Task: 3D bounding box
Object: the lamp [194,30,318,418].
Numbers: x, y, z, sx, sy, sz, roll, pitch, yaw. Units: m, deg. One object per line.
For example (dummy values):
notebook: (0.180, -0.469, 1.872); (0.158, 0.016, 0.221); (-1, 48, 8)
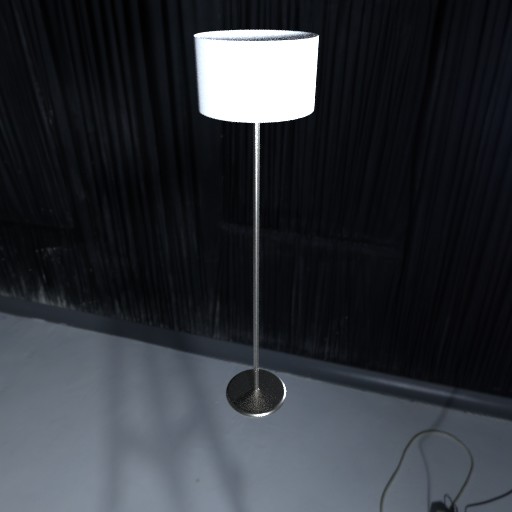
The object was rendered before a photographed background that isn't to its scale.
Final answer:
lamp: (0.000, 0.000, 1.611); (0.347, 1.443, 0.347); (8, 32, 13)
